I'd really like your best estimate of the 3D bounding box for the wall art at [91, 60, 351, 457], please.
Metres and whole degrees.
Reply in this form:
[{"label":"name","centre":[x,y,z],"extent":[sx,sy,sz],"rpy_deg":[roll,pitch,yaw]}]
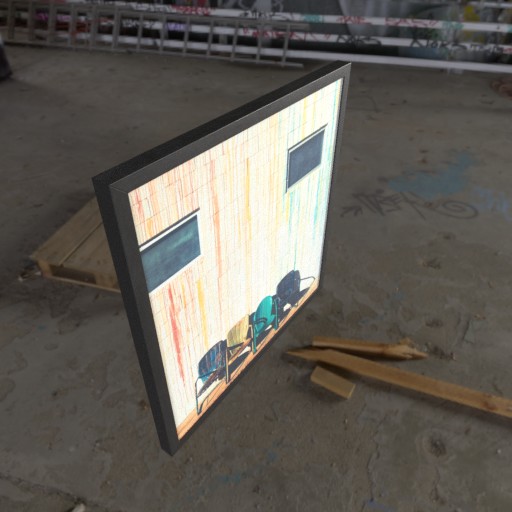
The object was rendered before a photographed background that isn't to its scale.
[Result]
[{"label":"wall art","centre":[0.000,0.000,1.111],"extent":[0.039,0.763,0.763],"rpy_deg":[24,44,27]}]
